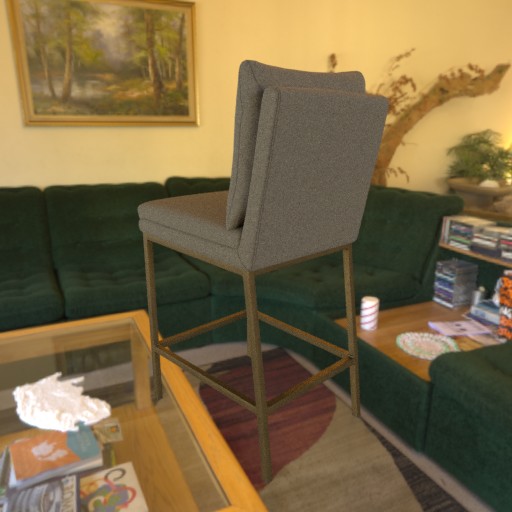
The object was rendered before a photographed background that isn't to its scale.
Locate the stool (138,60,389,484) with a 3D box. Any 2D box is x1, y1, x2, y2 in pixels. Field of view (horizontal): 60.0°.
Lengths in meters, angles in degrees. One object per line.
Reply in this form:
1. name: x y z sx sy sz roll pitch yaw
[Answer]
1. stool: 0.000 0.000 1.325 0.463 1.030 0.569 -14 21 -41
